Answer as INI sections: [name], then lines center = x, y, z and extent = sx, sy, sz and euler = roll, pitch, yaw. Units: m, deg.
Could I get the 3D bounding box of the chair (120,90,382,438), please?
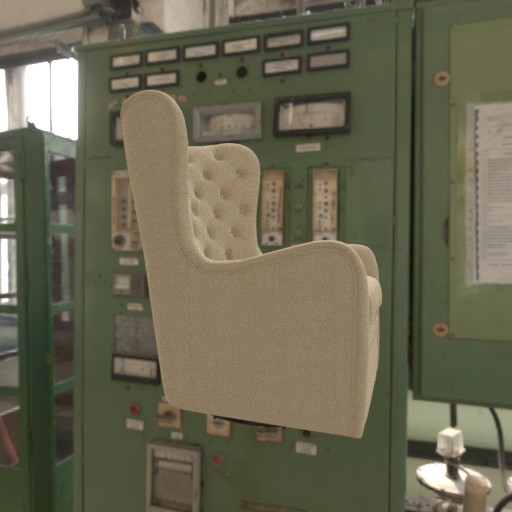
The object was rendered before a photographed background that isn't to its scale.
[chair]
center = 0.000, 0.000, 1.731
extent = 0.929, 1.079, 0.831
euler = 0, 1, 18
